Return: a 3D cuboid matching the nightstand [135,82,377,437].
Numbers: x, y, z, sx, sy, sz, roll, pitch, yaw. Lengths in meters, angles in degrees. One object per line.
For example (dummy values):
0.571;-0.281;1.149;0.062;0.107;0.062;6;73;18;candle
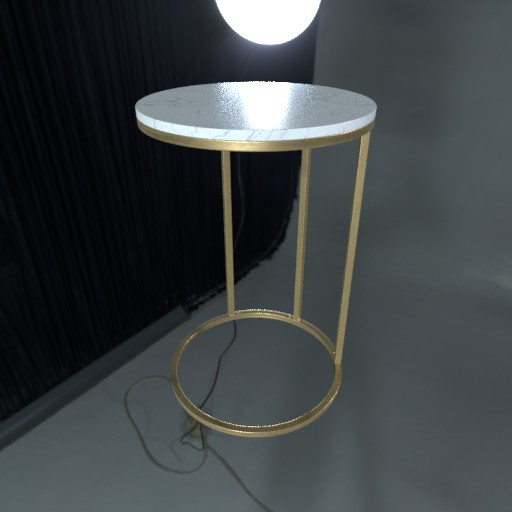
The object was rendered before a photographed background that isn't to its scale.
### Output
0.000;0.000;0.906;0.400;0.610;0.400;19;35;30;nightstand
